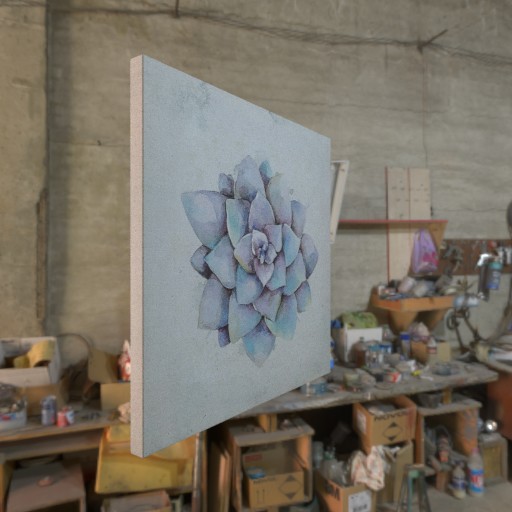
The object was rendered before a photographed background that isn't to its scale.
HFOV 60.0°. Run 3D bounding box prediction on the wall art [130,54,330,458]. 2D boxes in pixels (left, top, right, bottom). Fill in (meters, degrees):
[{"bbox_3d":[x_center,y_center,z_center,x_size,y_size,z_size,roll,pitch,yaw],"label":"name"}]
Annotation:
[{"bbox_3d":[0.000,0.000,1.150,0.038,0.762,0.762,0,0,37],"label":"wall art"}]
